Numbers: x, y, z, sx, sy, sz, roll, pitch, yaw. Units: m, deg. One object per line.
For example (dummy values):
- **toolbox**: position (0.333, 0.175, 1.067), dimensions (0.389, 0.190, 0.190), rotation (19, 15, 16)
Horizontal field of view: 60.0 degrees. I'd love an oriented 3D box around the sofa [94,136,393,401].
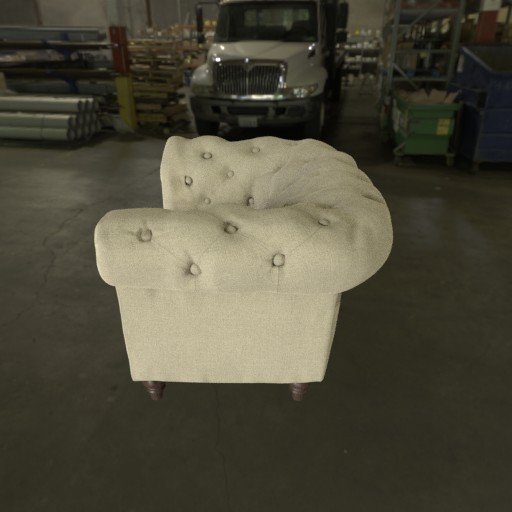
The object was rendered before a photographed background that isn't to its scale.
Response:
- **sofa**: position (0.000, 0.000, 2.044), dimensions (1.034, 0.878, 1.405), rotation (0, 26, 0)
